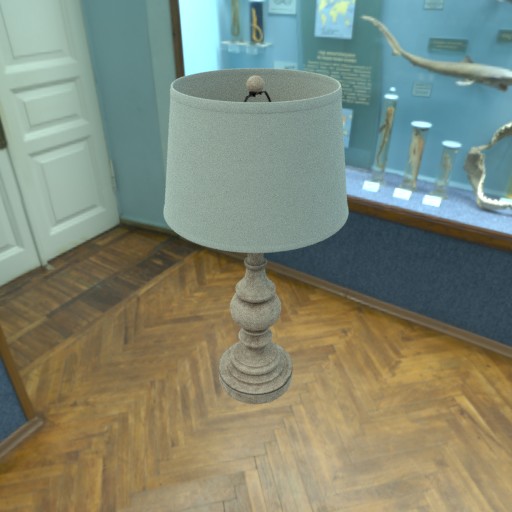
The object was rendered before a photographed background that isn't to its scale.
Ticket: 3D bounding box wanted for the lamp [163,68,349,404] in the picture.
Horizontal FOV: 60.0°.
[{"bbox_3d":[0.000,0.000,0.887,0.340,0.678,0.340,0,32,0],"label":"lamp"}]
